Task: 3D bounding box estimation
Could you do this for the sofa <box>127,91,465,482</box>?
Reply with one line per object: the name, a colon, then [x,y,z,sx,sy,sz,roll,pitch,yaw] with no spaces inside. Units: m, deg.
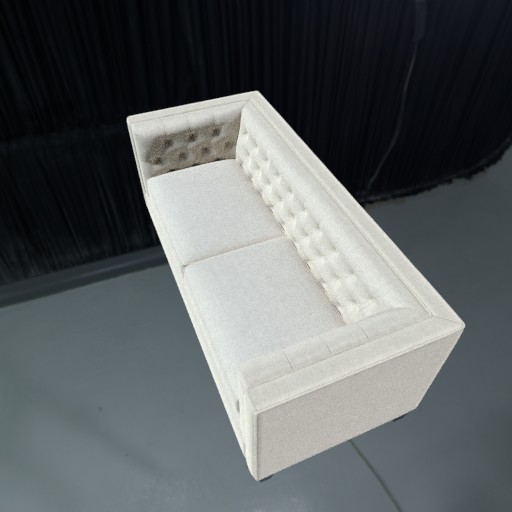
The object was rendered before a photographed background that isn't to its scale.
sofa: [0.000,0.000,2.191,0.775,0.762,1.778,-17,49,-15]
